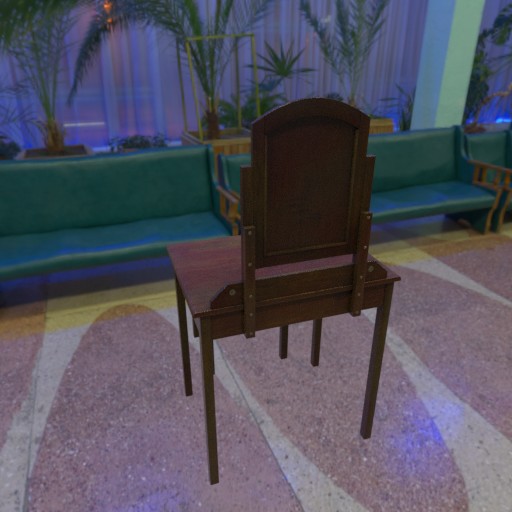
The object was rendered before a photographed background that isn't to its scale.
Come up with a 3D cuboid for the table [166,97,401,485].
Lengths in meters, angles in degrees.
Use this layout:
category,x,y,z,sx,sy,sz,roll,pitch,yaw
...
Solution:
category,x,y,z,sx,sy,sz,roll,pitch,yaw
table,0.000,0.000,2.245,0.876,1.631,1.211,-8,27,-17
